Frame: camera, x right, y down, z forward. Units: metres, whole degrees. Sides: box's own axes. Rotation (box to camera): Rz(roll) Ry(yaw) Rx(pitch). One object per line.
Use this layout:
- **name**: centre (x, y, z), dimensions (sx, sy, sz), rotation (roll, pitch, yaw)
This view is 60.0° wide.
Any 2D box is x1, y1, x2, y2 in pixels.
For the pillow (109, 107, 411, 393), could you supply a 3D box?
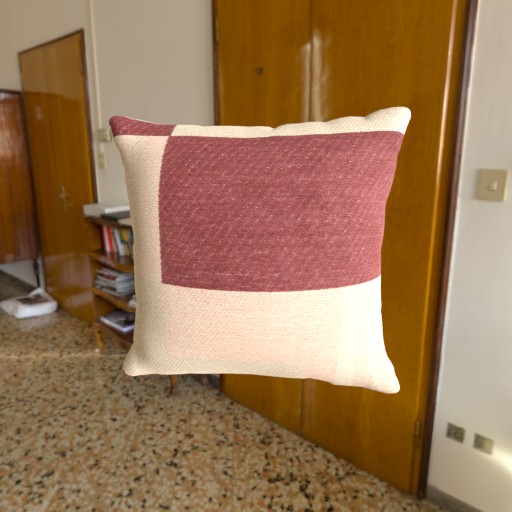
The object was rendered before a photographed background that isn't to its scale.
- **pillow**: centre (0.000, 0.000, 0.799), dimensions (0.536, 0.506, 0.229), rotation (2, 14, 7)
